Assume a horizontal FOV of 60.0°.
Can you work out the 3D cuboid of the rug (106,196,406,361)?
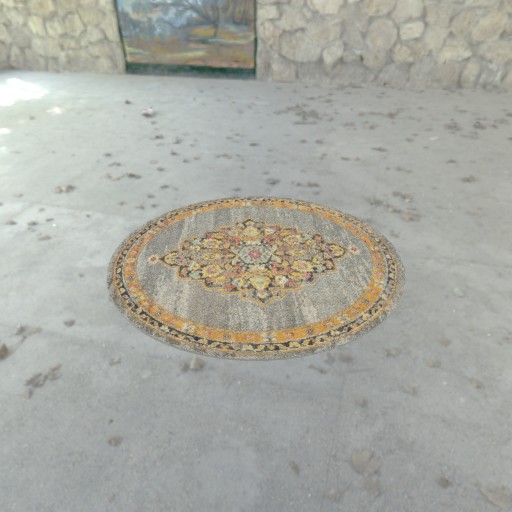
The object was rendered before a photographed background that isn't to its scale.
[{"bbox_3d":[0.000,0.000,3.663,2.382,0.014,2.382,0,32,0],"label":"rug"}]
